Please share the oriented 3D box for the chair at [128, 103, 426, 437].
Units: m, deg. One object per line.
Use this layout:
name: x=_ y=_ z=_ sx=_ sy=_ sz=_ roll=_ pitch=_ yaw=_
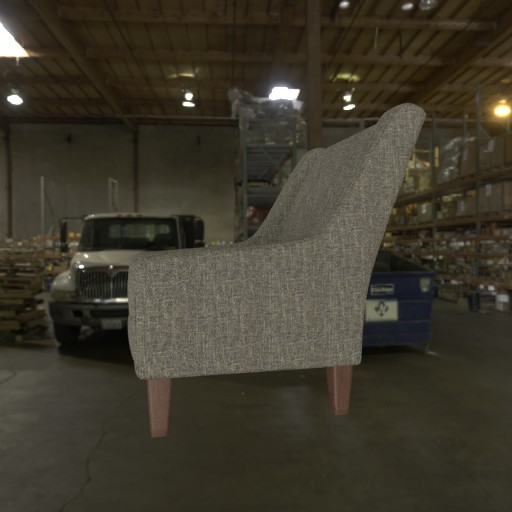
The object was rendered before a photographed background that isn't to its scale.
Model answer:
chair: x=0.000 y=0.000 z=1.697 sx=0.944 sy=1.012 sz=0.793 roll=0 pitch=1 yaw=-17
